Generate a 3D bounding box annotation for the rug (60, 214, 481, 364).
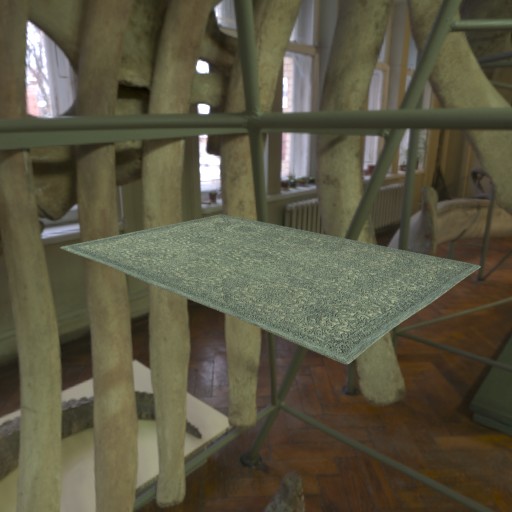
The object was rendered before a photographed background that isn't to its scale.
[{"bbox_3d":[0.000,0.000,2.296,1.830,0.016,1.224,15,22,40],"label":"rug"}]
